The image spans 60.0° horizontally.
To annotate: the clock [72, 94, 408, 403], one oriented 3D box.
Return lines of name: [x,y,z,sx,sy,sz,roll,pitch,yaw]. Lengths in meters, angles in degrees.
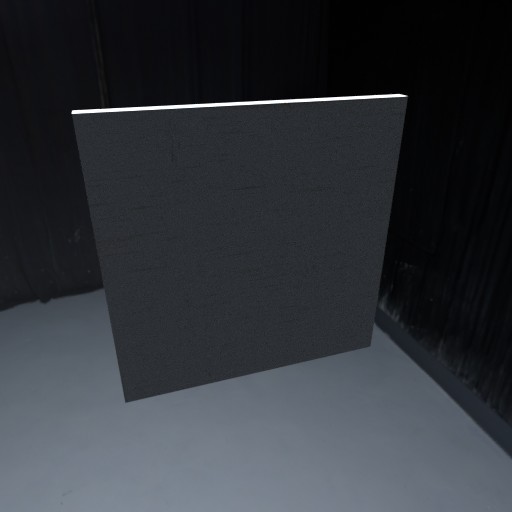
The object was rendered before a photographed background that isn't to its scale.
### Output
clock: [0.000,0.000,1.067,0.705,0.705,0.032,-9,29,-16]
